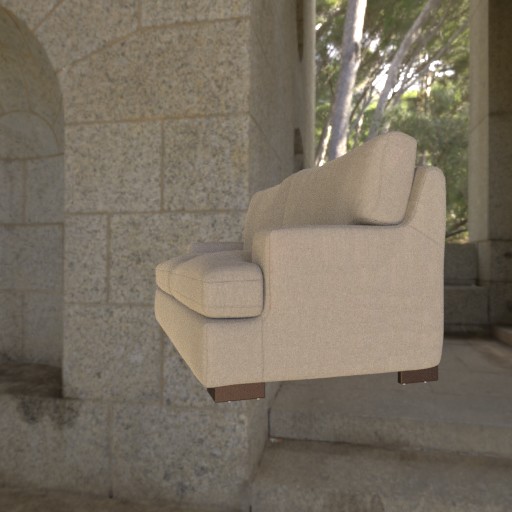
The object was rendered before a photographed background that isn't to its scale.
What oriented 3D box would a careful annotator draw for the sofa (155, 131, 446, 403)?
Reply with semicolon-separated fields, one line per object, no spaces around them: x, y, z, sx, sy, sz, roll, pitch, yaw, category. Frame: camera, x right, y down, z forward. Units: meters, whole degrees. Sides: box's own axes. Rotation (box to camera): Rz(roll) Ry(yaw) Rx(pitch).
0.000;0.000;2.427;0.962;0.980;1.855;0;0;-18;sofa
